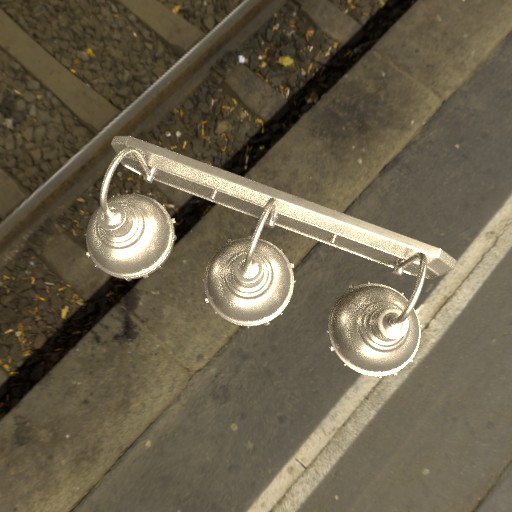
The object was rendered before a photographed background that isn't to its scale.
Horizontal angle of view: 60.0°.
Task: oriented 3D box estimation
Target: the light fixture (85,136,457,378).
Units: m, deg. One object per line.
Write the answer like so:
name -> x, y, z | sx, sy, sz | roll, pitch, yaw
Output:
light fixture -> 0.000, 0.000, 0.747 | 0.634, 0.254, 0.229 | 21, 77, 5
